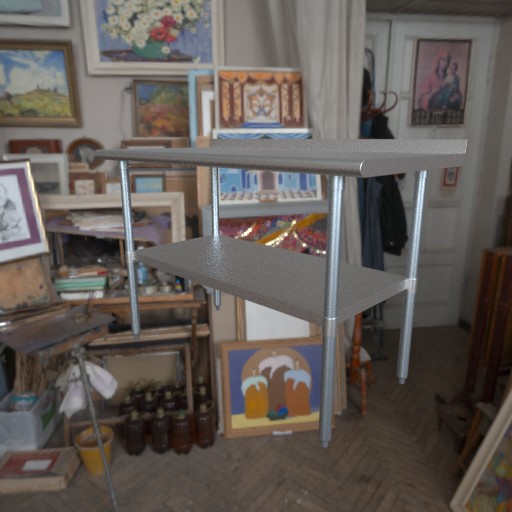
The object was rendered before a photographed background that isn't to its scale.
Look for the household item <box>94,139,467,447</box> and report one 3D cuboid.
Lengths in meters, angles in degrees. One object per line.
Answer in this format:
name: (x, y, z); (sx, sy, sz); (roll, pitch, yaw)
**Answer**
household item: (0.000, 0.000, 1.671); (1.219, 0.851, 0.610); (14, 20, 42)
